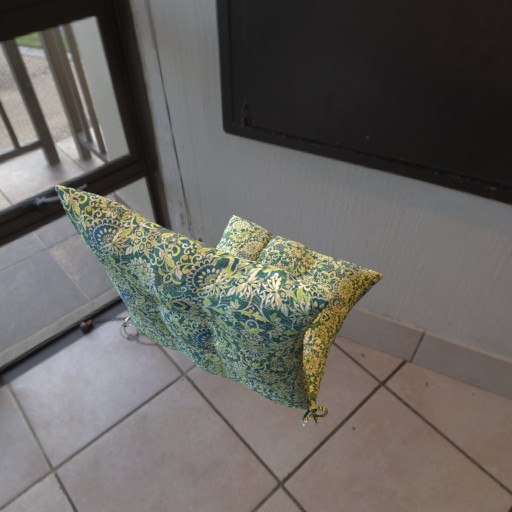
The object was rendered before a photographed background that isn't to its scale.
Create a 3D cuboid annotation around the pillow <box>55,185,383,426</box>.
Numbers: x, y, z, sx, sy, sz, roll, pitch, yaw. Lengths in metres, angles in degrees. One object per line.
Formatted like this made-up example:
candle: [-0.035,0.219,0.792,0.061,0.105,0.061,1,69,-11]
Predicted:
pillow: [0.000,0.000,1.007,0.541,0.536,0.585,23,51,20]
